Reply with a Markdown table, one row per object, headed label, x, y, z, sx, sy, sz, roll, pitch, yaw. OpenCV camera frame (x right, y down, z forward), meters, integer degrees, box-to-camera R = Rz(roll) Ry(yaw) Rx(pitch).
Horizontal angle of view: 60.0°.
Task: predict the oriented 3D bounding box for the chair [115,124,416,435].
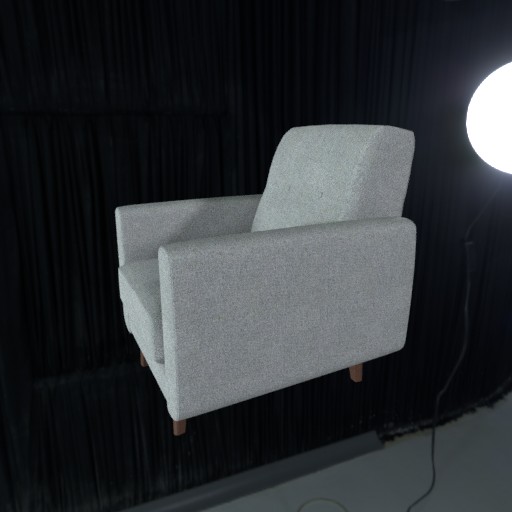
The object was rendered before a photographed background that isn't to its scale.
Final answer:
| label | x | y | z | sx | sy | sz | roll | pitch | yaw |
| --- | --- | --- | --- | --- | --- | --- | --- | --- | --- |
| chair | 0.000 | 0.000 | 1.693 | 0.942 | 0.968 | 0.845 | -7 | 17 | -25 |
